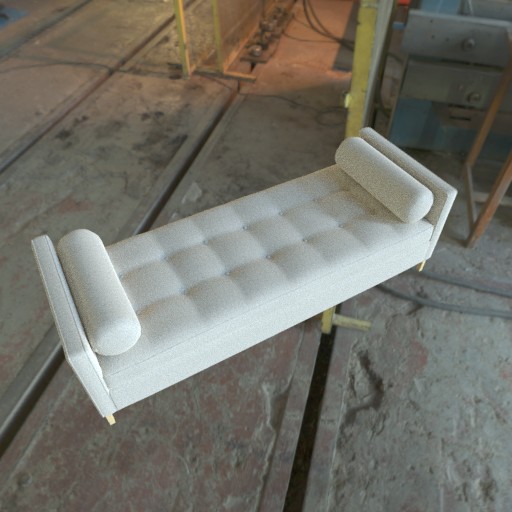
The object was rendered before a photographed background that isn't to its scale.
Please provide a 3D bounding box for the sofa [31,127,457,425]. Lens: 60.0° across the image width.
[{"bbox_3d":[0.000,0.000,2.362,1.985,0.641,0.746,-22,51,-20],"label":"sofa"}]
